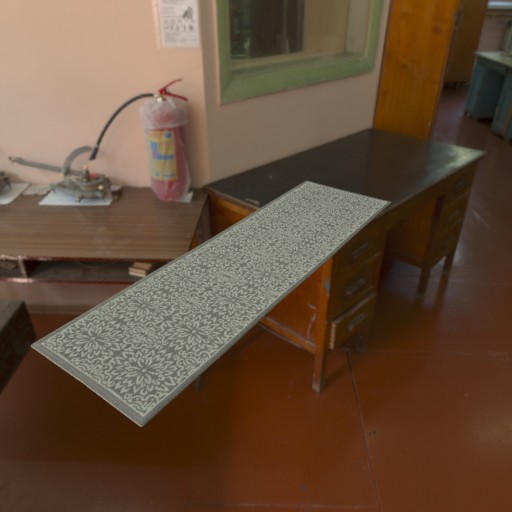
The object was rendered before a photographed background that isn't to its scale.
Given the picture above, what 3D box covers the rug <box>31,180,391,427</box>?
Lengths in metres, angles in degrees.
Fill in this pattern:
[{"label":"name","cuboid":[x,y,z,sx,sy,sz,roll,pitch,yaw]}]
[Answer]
[{"label":"rug","cuboid":[0.000,0.000,2.384,0.662,0.011,2.196,21,37,30]}]
